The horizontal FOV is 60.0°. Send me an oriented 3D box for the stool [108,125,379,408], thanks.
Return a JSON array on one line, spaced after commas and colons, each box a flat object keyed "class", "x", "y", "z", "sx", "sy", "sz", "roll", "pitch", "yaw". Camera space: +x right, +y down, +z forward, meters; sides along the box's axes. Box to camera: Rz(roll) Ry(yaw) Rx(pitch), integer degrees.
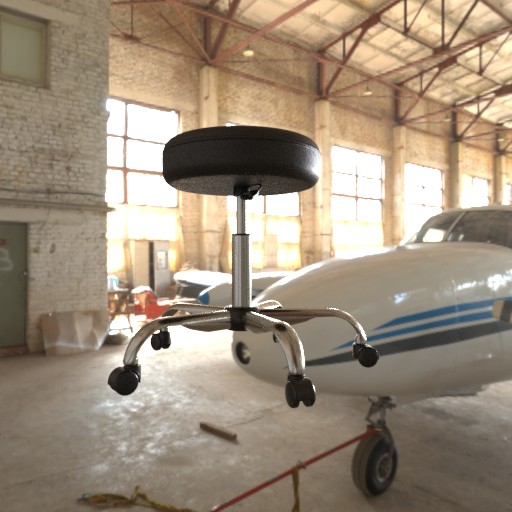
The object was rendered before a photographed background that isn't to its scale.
[{"class": "stool", "x": 0.000, "y": 0.000, "z": 1.151, "sx": 0.638, "sy": 0.576, "sz": 0.673, "roll": 0, "pitch": 0, "yaw": -1}]
